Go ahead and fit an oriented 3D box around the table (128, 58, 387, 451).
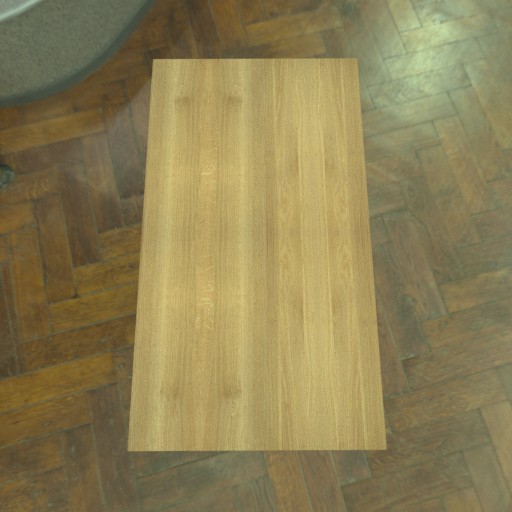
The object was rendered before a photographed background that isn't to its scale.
[{"bbox_3d":[0.000,0.000,2.108,0.900,0.750,1.600,0,75,0],"label":"table"}]
